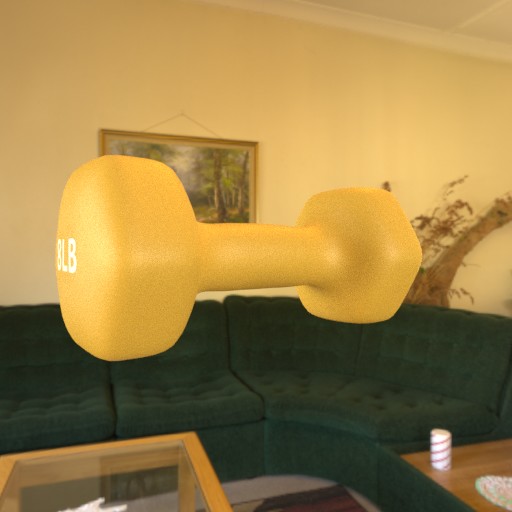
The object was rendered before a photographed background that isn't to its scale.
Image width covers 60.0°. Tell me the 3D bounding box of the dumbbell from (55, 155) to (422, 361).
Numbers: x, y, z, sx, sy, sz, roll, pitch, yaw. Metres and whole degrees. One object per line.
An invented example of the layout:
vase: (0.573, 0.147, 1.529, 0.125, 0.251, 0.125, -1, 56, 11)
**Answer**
dumbbell: (0.000, 0.000, 0.234, 0.190, 0.082, 0.090, -1, 1, -36)
